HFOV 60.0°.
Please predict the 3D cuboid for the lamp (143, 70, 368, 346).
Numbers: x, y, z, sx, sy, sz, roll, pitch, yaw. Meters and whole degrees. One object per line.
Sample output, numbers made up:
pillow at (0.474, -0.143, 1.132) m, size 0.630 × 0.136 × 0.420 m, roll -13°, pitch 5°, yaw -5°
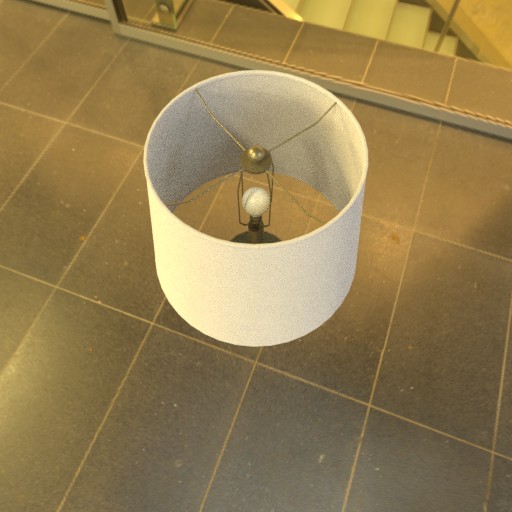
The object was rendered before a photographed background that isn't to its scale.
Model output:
lamp at (0.000, 0.000, 0.550) m, size 0.239 × 0.399 × 0.239 m, roll 0°, pitch 63°, yaw 0°
